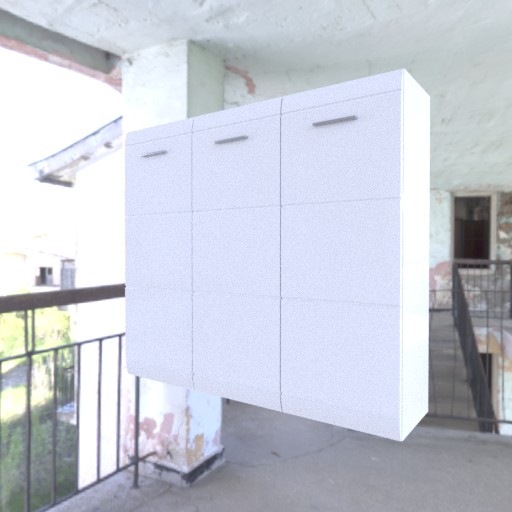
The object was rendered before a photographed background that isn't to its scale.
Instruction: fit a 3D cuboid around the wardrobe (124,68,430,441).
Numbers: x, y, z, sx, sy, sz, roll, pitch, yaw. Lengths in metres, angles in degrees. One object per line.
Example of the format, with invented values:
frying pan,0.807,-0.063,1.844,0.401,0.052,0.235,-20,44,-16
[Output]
wardrobe,0.000,0.000,1.907,1.340,1.200,0.360,1,1,35
